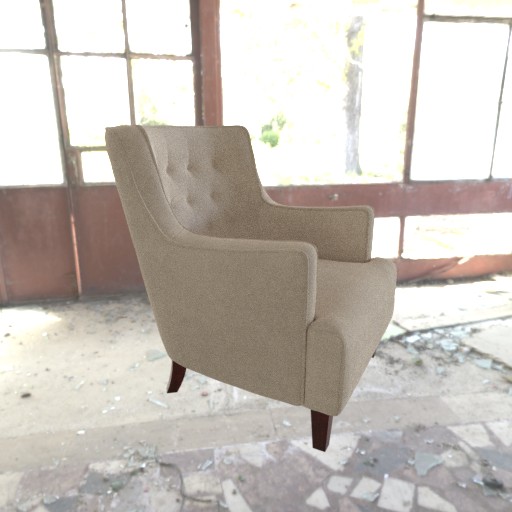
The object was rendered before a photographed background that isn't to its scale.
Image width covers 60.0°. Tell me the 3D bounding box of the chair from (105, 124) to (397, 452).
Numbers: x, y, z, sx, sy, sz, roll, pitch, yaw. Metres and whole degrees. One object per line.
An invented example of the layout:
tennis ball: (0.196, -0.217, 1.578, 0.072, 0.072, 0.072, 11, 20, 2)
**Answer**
chair: (0.000, 0.000, 1.617, 0.910, 0.920, 0.781, 8, 18, 26)
